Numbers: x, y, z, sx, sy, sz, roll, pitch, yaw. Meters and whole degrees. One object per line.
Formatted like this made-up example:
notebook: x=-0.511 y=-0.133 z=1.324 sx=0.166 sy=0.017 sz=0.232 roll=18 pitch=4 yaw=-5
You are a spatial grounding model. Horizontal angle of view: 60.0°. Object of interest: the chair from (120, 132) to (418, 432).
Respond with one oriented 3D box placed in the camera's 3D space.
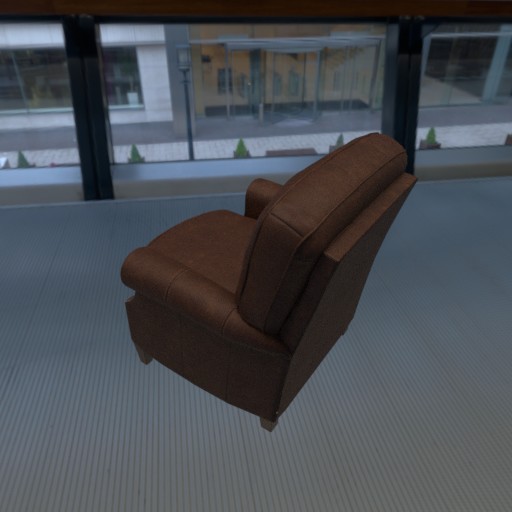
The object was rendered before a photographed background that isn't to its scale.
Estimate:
chair: x=0.000 y=0.000 z=1.809 sx=0.986 sy=1.018 sz=0.936 roll=20 pitch=38 yaw=28
